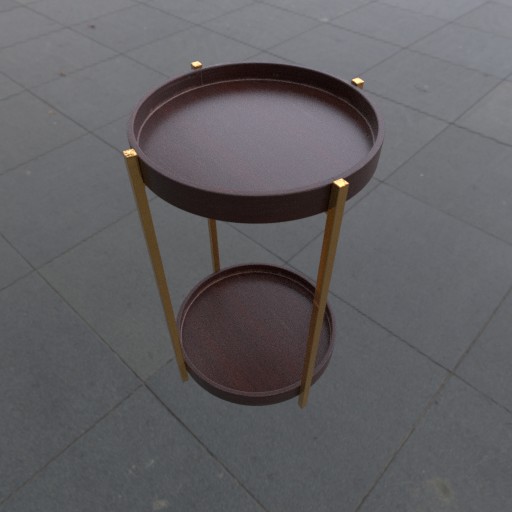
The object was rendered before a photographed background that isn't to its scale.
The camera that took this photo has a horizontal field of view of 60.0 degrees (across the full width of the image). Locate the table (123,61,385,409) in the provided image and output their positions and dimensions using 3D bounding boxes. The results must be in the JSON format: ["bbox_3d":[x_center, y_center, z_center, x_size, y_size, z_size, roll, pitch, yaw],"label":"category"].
[{"bbox_3d":[0.000,0.000,0.866,0.400,0.610,0.400,-24,52,-21],"label":"table"}]
